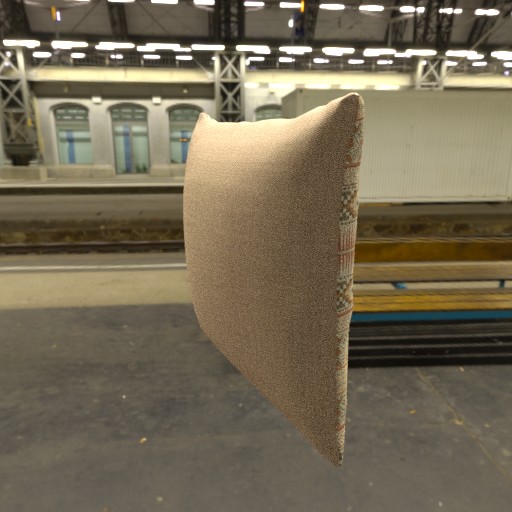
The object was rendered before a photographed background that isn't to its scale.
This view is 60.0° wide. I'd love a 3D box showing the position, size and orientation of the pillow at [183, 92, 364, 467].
[{"bbox_3d":[0.000,0.000,0.797,0.215,0.519,0.521,-7,16,-26],"label":"pillow"}]
